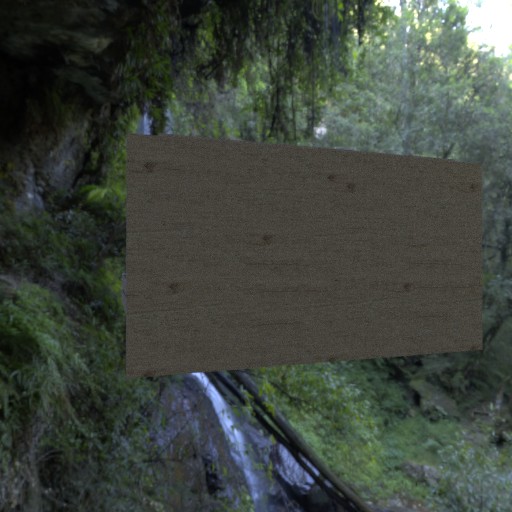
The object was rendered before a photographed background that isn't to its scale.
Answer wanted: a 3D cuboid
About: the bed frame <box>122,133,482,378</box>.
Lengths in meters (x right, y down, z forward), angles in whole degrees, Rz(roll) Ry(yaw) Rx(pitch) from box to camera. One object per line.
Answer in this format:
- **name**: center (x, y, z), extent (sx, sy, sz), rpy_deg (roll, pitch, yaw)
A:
- **bed frame**: center (0.000, 0.000, 2.982), extent (1.750, 0.970, 2.080), rpy_deg (0, -1, -18)
